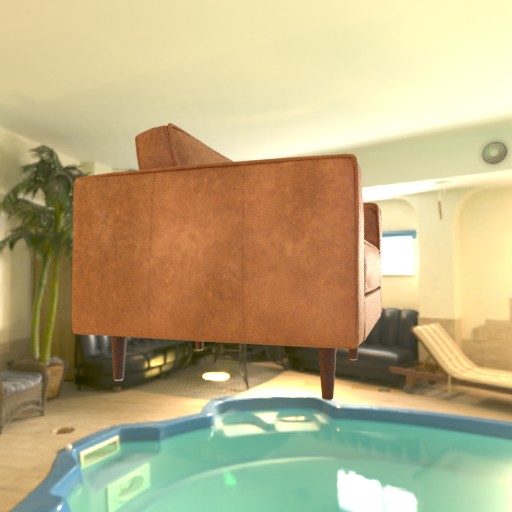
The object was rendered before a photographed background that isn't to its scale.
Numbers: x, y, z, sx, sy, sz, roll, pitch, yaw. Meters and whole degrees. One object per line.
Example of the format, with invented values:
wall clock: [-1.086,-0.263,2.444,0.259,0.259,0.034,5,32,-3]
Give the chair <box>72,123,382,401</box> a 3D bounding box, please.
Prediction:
chair: [0.000,0.000,1.513,0.798,0.767,0.928,-1,-2,19]
